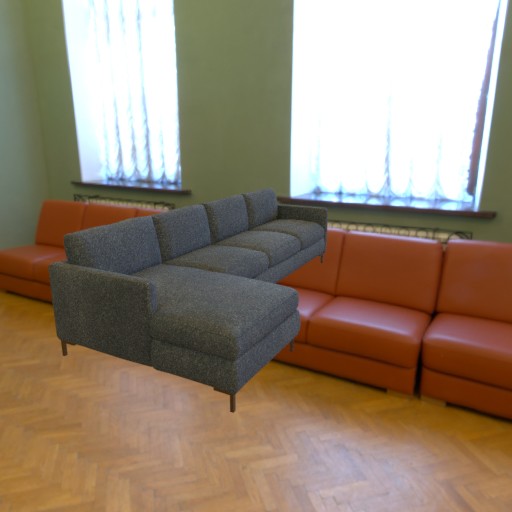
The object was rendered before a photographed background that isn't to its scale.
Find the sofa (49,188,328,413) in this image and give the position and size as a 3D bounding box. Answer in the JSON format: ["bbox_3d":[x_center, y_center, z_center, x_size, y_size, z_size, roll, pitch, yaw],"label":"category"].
[{"bbox_3d":[0.000,0.000,3.650,1.350,0.810,2.932,8,17,27],"label":"sofa"}]
